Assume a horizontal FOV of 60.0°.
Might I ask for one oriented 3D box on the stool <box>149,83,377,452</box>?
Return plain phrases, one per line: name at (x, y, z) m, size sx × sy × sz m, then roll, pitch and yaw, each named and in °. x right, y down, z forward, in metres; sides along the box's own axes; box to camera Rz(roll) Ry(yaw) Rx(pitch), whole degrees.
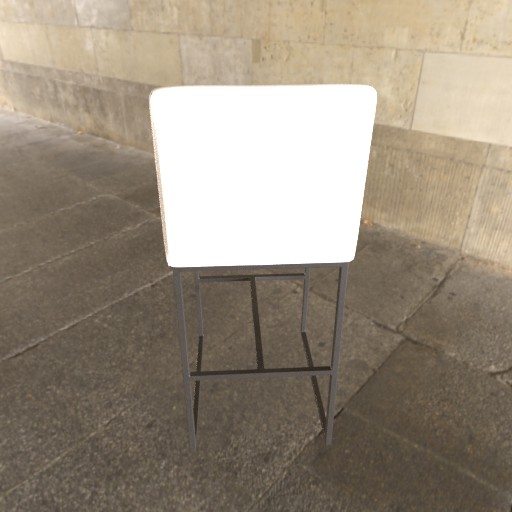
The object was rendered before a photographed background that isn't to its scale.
stool at (0.000, 0.000, 1.342) m, size 0.464 × 1.061 × 0.573 m, roll -2°, pitch 30°, yaw -3°
